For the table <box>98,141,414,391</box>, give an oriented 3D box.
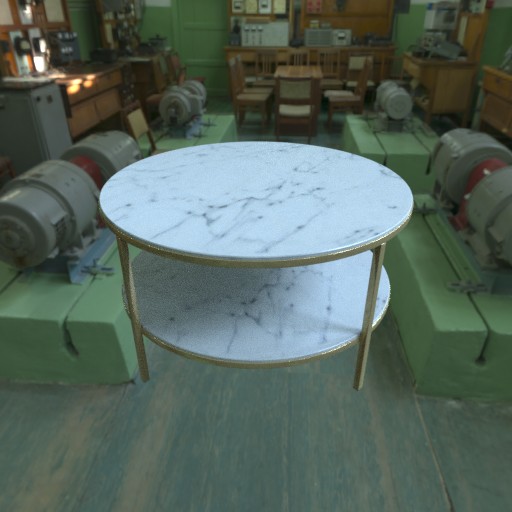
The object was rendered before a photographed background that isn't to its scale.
[{"bbox_3d":[0.000,0.000,1.285,0.800,0.450,0.800,0,30,0],"label":"table"}]
